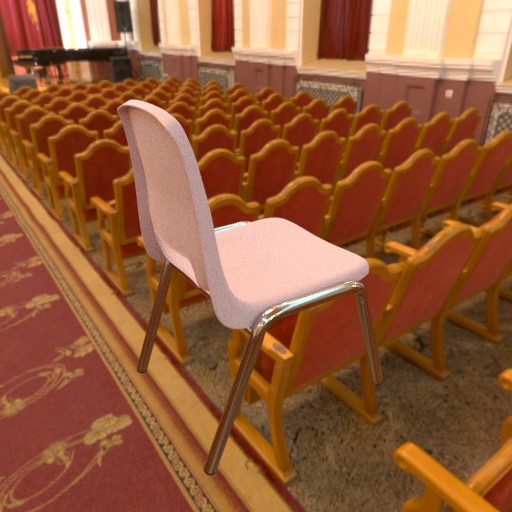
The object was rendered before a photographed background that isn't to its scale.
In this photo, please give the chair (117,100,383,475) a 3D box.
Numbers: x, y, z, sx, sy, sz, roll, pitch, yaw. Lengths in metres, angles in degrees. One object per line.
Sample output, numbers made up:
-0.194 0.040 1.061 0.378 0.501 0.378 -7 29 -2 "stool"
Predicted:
0.000 0.000 0.841 0.423 0.586 0.354 -17 31 -31 "chair"
